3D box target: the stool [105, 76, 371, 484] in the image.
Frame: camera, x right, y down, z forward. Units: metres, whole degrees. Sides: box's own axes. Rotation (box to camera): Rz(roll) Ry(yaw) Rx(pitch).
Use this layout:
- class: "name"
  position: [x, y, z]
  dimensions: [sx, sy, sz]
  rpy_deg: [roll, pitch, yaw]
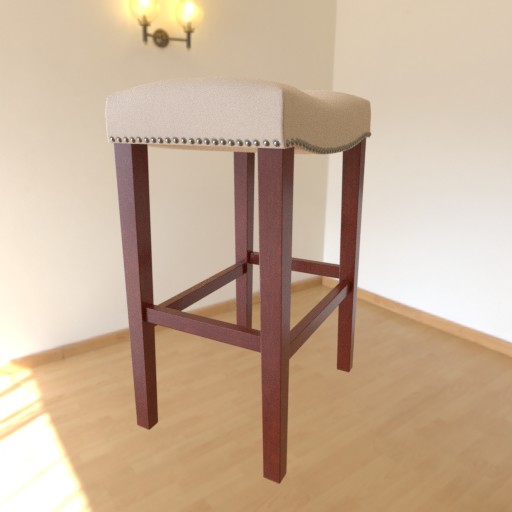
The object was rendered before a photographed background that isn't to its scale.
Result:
- class: "stool"
  position: [0.000, 0.000, 1.029]
  dimensions: [0.372, 0.742, 0.504]
  rpy_deg: [9, 19, 27]
